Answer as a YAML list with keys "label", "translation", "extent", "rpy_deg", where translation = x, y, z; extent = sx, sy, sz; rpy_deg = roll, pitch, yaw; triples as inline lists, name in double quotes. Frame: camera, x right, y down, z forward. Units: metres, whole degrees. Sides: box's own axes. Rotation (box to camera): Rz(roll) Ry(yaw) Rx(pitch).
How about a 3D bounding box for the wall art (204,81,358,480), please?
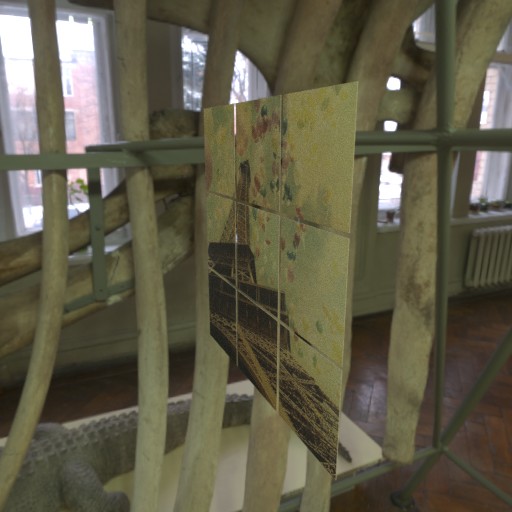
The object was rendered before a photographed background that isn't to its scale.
- label: "wall art"
  translation: [0.000, 0.000, 2.254]
  extent: [0.002, 1.505, 1.517]
  rpy_deg: [-7, 16, -24]
